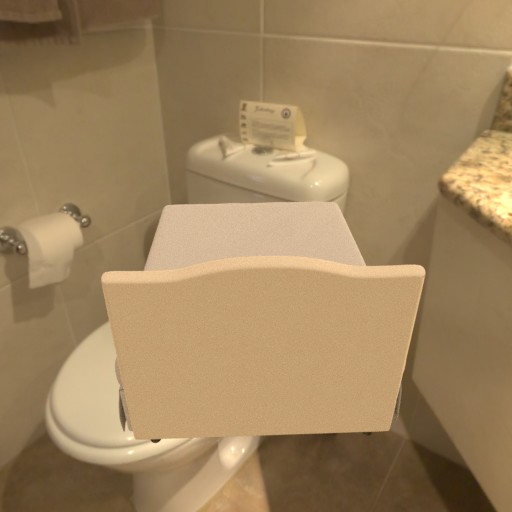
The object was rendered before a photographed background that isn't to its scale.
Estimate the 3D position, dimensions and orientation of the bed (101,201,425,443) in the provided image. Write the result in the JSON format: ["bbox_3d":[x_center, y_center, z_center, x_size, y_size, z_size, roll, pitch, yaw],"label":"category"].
[{"bbox_3d":[0.000,0.000,3.670,1.977,1.437,2.477,-1,32,-2],"label":"bed"}]
